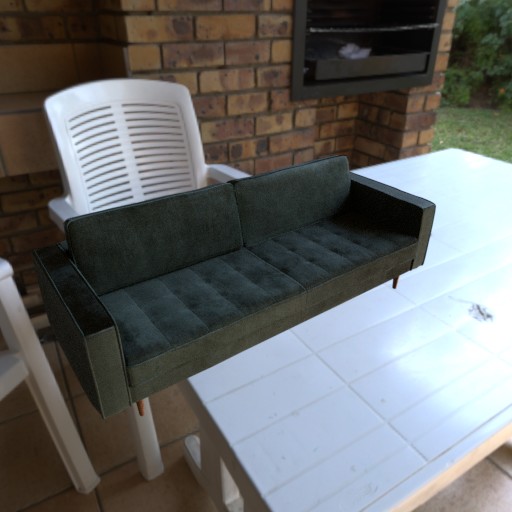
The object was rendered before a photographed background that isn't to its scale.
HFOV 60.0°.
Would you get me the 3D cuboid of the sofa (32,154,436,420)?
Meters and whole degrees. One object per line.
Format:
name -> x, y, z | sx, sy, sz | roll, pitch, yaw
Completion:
sofa -> 0.000, 0.000, 2.573 | 2.214, 0.781, 0.886 | -20, 35, -31
